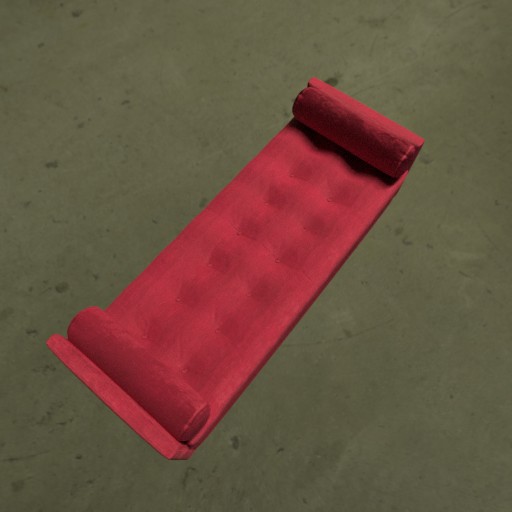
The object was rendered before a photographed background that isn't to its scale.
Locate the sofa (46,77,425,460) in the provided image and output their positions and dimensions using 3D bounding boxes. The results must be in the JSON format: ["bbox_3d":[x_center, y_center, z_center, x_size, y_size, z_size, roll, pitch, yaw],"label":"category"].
[{"bbox_3d":[0.000,0.000,2.490,0.796,0.705,2.102,36,70,15],"label":"sofa"}]
